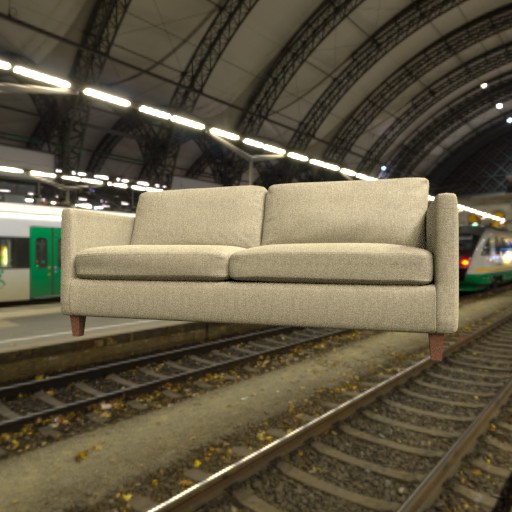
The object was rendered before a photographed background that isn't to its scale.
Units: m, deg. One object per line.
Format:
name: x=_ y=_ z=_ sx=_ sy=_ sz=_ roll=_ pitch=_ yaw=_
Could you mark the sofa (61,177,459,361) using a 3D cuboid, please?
sofa: x=0.000 y=0.000 z=2.741 sx=2.208 sy=0.960 sz=0.956 roll=0 pitch=0 yaw=18
